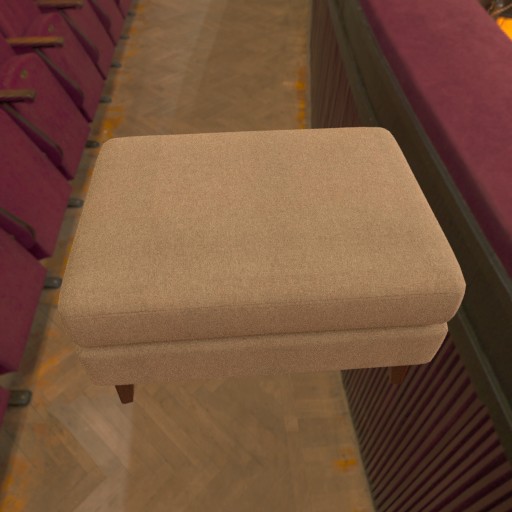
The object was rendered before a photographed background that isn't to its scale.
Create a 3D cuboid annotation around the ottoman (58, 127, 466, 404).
[{"bbox_3d":[0.000,0.000,1.189,0.823,0.478,0.610,-3,48,-3],"label":"ottoman"}]
